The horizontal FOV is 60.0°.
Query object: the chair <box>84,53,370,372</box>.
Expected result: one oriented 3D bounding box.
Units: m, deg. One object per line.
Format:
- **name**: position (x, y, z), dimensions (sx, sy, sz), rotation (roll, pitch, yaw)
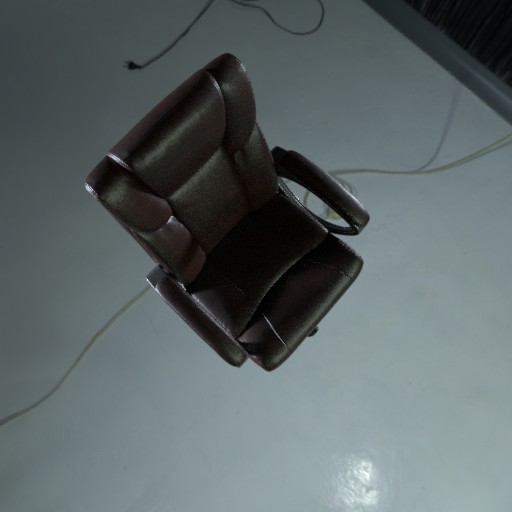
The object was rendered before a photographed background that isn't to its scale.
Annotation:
- **chair**: position (0.000, 0.000, 1.537), dimensions (0.692, 1.128, 0.656), rotation (41, 79, 10)
